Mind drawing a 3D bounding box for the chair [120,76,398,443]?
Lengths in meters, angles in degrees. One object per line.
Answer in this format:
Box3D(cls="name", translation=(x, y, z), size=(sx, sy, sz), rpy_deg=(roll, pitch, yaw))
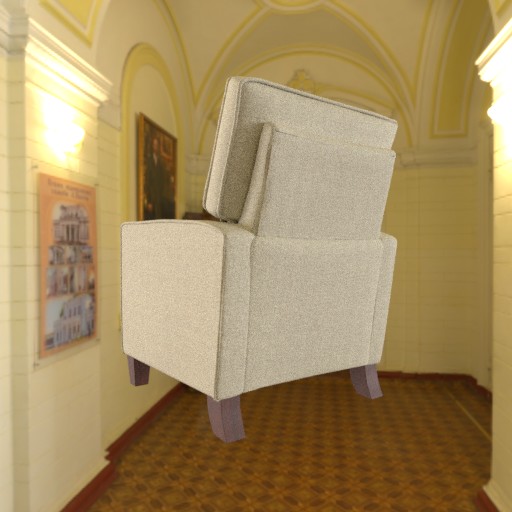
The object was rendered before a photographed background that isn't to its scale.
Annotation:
Box3D(cls="chair", translation=(0.000, 0.000, 1.444), size=(0.648, 0.888, 0.754), rpy_deg=(0, 1, -37))
